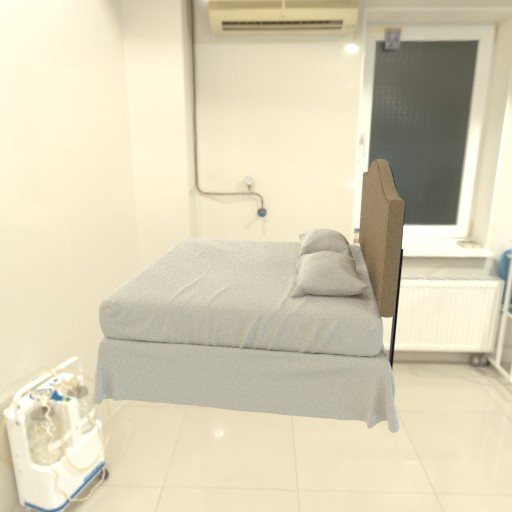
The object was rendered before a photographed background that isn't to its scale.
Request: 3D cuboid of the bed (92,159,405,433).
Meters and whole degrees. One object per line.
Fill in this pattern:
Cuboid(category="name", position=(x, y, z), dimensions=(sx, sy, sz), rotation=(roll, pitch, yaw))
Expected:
Cuboid(category="bed", position=(0.000, 0.000, 3.824), dimensions=(2.222, 1.651, 2.311), rotation=(2, 16, 8))
